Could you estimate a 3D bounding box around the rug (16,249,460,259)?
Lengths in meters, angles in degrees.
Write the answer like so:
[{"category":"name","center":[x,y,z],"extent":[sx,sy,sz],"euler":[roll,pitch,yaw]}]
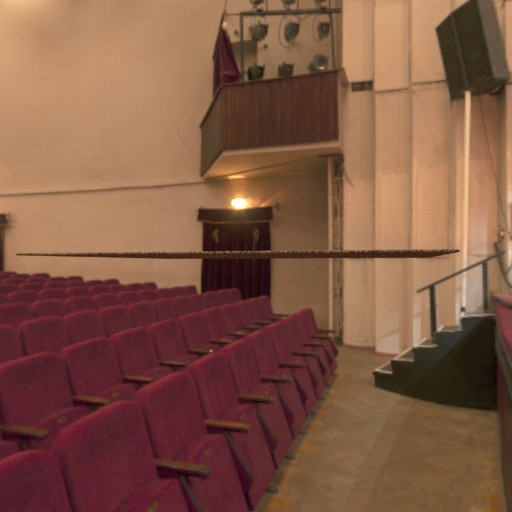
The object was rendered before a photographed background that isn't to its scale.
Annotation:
[{"category":"rug","center":[0.000,0.000,4.149],"extent":[3.204,0.017,2.448],"euler":[0,-1,18]}]
